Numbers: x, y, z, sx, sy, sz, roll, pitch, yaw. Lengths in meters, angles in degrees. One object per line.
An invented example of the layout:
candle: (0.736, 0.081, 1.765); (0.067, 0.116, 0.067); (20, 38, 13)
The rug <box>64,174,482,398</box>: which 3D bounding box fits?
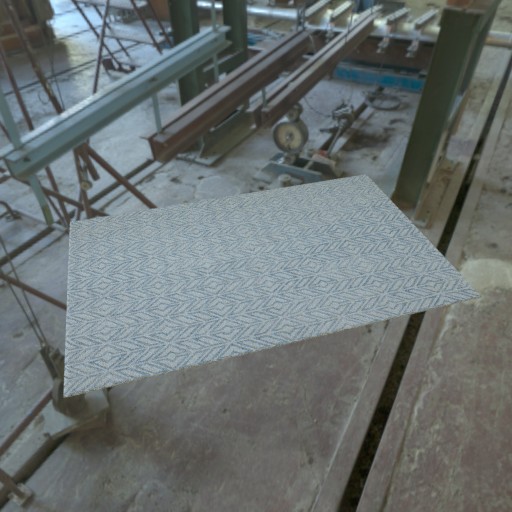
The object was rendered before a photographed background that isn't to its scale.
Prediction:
rug: (0.000, 0.000, 3.015); (2.441, 0.008, 1.526); (-11, 42, -12)
